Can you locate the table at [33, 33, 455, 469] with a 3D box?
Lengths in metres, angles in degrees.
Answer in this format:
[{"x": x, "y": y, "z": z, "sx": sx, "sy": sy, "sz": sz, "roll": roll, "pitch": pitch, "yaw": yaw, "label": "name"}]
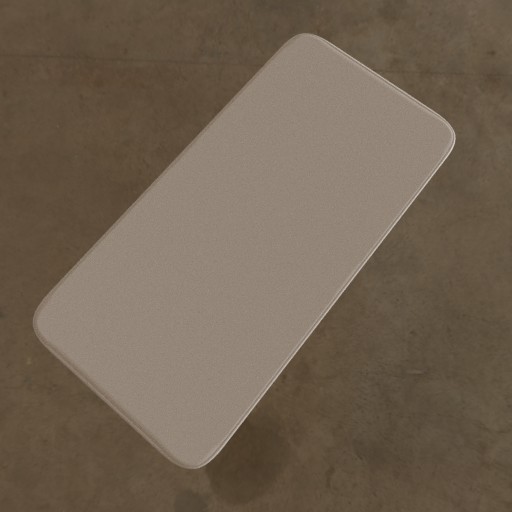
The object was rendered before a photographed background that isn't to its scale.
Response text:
[{"x": 0.000, "y": 0.000, "z": 1.587, "sx": 0.610, "sy": 0.729, "sz": 1.219, "roll": 38, "pitch": 78, "yaw": 9, "label": "table"}]
